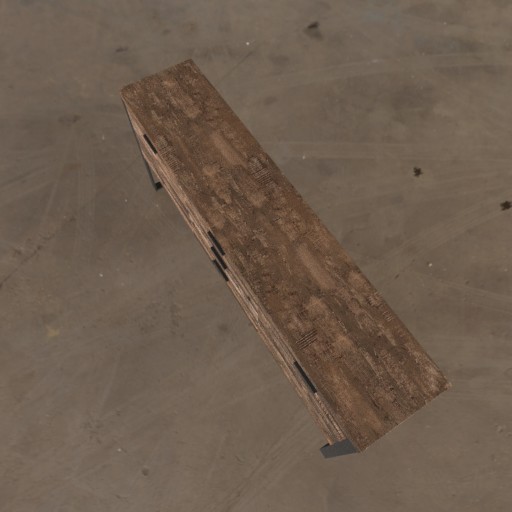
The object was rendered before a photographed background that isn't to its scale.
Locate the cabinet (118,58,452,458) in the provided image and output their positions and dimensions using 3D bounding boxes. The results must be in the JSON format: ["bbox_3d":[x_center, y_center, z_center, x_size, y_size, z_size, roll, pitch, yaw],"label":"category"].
[{"bbox_3d":[0.000,0.000,2.085,0.395,0.762,1.800,-29,68,-13],"label":"cabinet"}]
